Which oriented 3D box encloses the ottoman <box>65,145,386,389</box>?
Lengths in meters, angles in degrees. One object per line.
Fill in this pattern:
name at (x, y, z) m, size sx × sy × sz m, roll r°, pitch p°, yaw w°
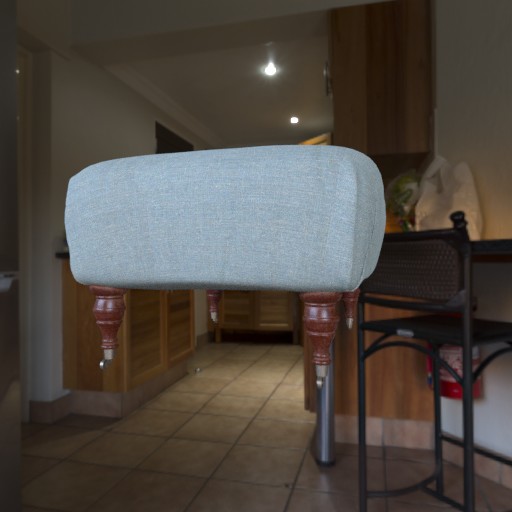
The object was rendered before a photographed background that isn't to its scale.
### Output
ottoman at (0.000, 0.000, 1.115) m, size 0.622 × 0.450 × 0.747 m, roll 0°, pitch 1°, yaw 17°
